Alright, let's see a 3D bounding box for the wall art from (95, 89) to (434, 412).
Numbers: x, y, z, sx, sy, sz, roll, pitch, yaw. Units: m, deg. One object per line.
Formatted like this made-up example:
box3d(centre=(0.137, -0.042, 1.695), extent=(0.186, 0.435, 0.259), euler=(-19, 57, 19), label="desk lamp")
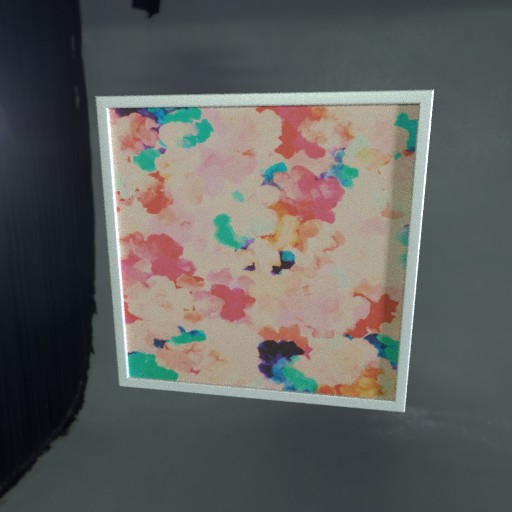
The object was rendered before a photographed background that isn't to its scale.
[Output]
box3d(centre=(0.000, 0.000, 0.734), extent=(0.506, 0.505, 0.038), euler=(2, 14, 9), label="wall art")
